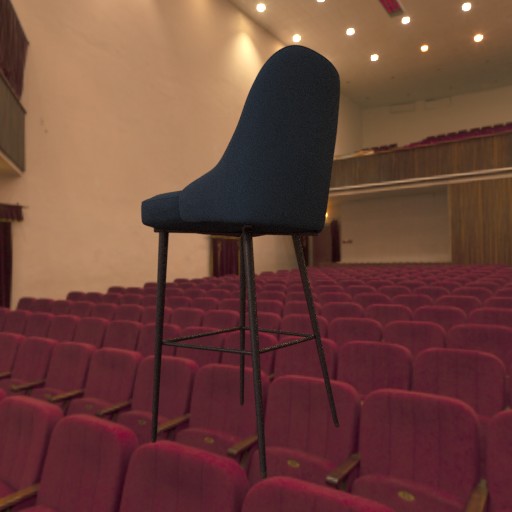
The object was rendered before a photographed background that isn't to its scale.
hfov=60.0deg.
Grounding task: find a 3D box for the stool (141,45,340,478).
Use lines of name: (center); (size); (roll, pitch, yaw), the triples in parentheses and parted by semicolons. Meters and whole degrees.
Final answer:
stool: (0.000, 0.000, 1.351); (0.489, 1.079, 0.527); (-1, -2, 35)
